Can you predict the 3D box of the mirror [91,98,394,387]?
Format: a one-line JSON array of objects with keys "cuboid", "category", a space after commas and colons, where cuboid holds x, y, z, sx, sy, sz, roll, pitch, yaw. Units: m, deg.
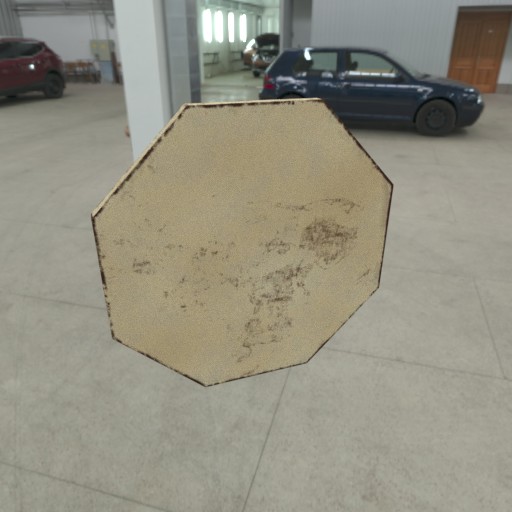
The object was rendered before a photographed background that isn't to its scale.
[{"cuboid": [0.000, 0.000, 0.976, 0.648, 0.648, 0.031, -9, 28, -17], "category": "mirror"}]
